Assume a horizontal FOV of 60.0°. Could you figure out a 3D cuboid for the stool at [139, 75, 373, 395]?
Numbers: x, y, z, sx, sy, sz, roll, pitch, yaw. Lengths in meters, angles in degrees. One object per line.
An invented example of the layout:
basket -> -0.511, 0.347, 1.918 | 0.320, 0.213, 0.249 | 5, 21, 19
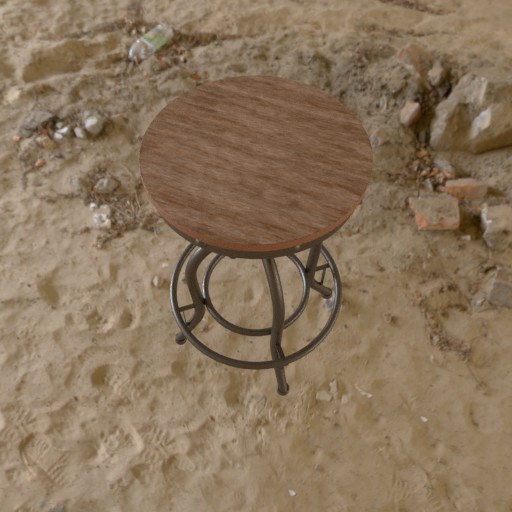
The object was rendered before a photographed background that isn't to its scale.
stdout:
stool -> 0.000, 0.000, 0.923 | 0.439, 0.609, 0.439 | -16, 59, -10
